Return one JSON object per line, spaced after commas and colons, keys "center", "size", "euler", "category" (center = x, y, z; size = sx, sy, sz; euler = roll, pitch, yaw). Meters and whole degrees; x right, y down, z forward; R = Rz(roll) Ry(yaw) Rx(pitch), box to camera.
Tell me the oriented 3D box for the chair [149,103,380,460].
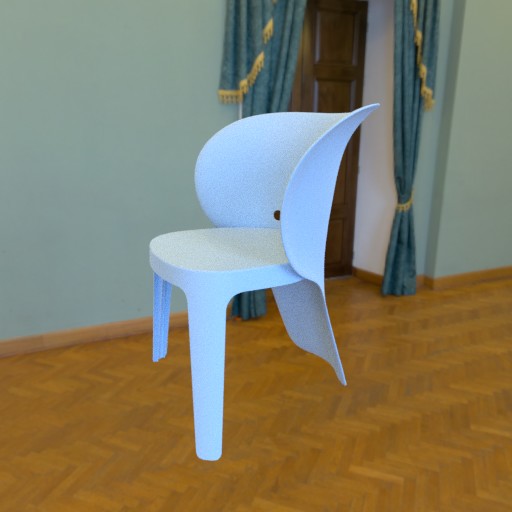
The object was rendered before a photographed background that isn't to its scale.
{"center": [0.000, 0.000, 0.868], "size": [0.402, 0.554, 0.451], "euler": [-7, 17, -24], "category": "chair"}
